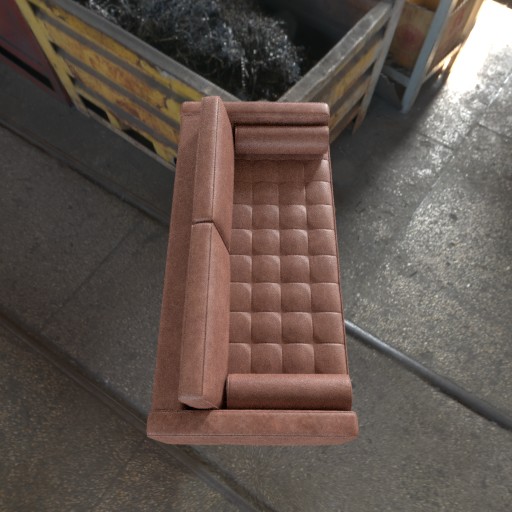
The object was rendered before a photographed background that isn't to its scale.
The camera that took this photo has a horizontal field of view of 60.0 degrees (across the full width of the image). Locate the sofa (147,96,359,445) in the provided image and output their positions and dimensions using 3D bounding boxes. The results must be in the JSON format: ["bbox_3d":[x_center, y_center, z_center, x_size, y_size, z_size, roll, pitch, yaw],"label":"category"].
[{"bbox_3d":[0.000,0.000,2.390,0.910,0.760,1.870,0,64,0],"label":"sofa"}]
